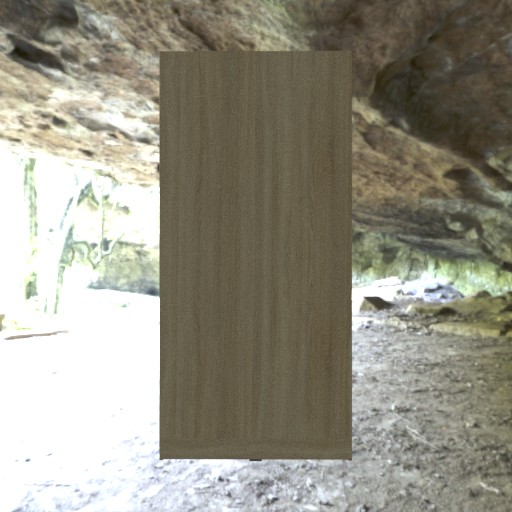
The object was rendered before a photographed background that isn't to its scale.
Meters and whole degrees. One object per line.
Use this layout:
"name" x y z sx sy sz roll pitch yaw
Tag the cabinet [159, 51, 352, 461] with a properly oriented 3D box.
"cabinet" 0.000 0.000 2.588 1.001 2.121 0.590 0 0 0
